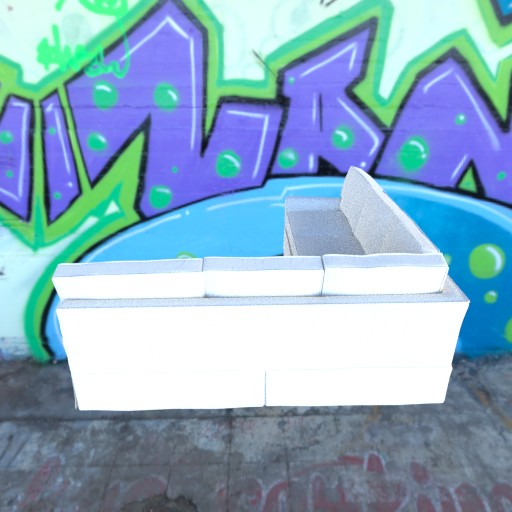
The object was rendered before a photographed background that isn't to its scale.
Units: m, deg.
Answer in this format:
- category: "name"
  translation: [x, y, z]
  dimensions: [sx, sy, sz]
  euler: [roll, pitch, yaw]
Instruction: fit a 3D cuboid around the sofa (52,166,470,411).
- category: "sofa"
  translation: [0.000, 0.000, 3.986]
  dimensions: [2.597, 1.070, 2.591]
  euler: [-1, 26, -1]
